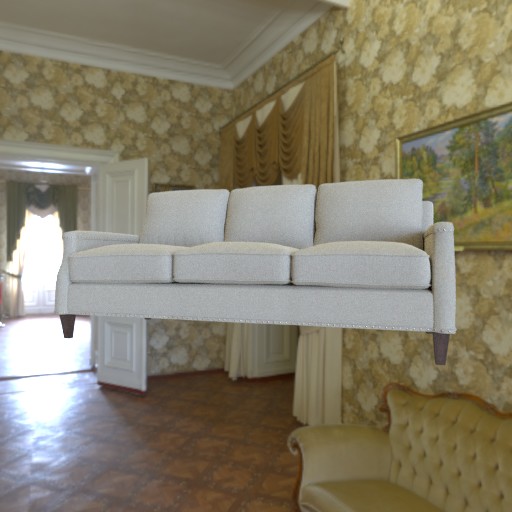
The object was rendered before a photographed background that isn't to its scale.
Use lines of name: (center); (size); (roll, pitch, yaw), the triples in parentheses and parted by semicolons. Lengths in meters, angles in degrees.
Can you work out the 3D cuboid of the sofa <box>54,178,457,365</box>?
sofa: (0.000, 0.000, 2.825); (2.246, 1.003, 1.084); (0, 0, 18)
